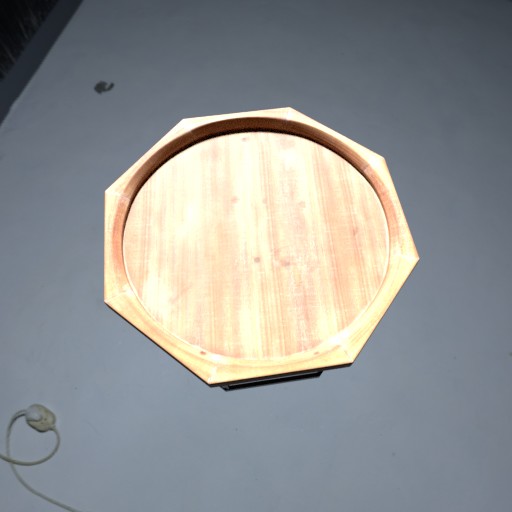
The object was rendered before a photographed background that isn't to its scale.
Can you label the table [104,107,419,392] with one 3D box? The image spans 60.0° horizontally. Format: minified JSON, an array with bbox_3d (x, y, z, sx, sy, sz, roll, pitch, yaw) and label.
[{"bbox_3d":[0.000,0.000,1.567,1.002,0.444,1.002,0,63,0],"label":"table"}]
